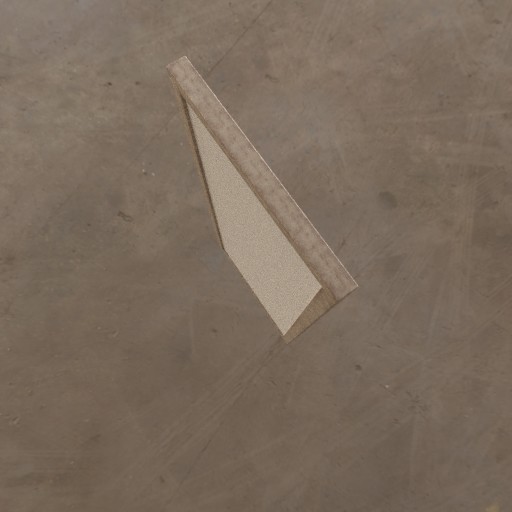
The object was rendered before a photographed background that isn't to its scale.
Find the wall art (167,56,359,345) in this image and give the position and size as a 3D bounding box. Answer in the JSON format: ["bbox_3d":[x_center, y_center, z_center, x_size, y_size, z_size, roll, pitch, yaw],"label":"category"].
[{"bbox_3d":[0.000,0.000,1.646,0.051,1.461,0.648,-33,78,-8],"label":"wall art"}]
